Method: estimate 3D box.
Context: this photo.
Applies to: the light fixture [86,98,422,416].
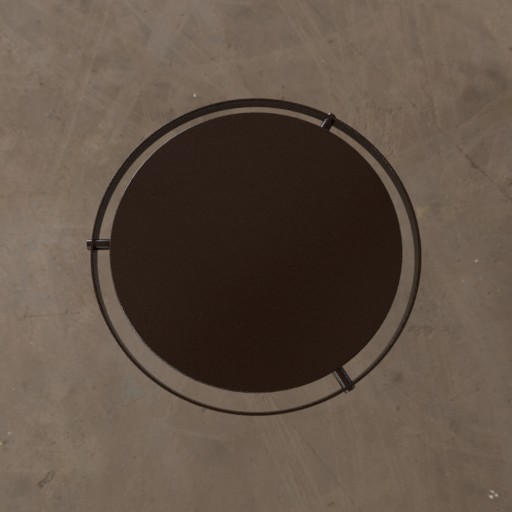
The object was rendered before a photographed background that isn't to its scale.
[{"bbox_3d":[0.000,0.000,0.543,0.361,0.130,0.361,0,75,0],"label":"light fixture"}]
